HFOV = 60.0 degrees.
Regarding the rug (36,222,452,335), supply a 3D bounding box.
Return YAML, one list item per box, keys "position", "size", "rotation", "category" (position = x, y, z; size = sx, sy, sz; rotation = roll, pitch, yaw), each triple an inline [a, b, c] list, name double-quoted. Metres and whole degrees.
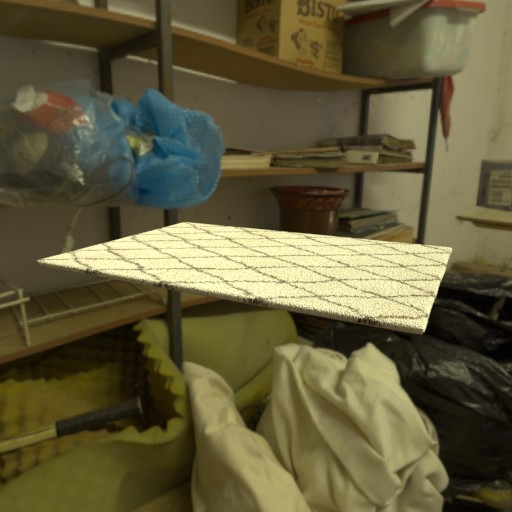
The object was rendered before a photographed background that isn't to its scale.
- position: [0.000, 0.000, 2.277]
  size: [1.778, 0.030, 1.219]
  rotation: [7, 16, 26]
  category: "rug"
